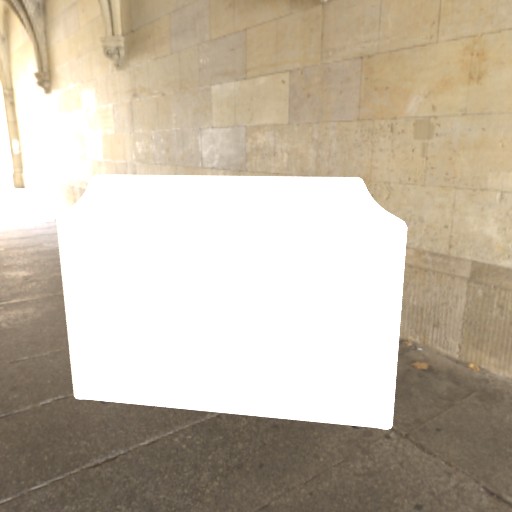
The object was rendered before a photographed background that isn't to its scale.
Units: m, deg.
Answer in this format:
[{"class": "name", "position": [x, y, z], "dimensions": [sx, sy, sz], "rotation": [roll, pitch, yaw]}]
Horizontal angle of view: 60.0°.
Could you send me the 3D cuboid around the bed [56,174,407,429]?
[{"class": "bed", "position": [0.000, 0.000, 3.843], "dimensions": [2.134, 1.524, 2.548], "rotation": [2, 14, 9]}]
